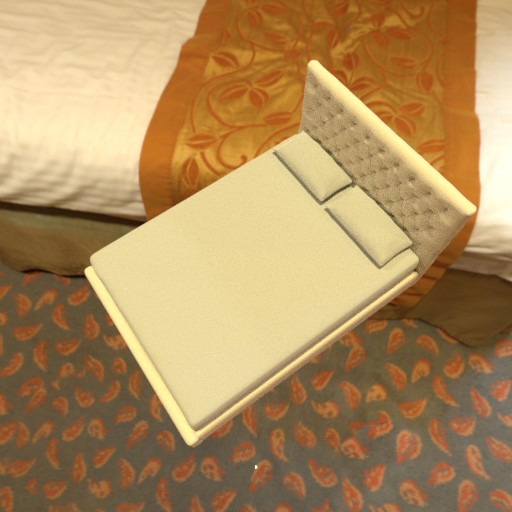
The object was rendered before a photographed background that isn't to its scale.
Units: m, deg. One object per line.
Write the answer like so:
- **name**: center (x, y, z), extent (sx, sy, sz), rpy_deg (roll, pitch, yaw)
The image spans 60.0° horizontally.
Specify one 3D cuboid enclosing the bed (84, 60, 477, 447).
- **bed**: center (0.000, 0.000, 3.488), extent (2.387, 1.427, 1.698), rpy_deg (-33, 69, -15)
